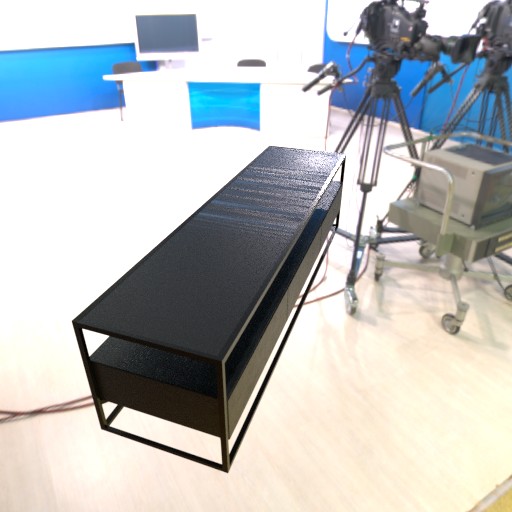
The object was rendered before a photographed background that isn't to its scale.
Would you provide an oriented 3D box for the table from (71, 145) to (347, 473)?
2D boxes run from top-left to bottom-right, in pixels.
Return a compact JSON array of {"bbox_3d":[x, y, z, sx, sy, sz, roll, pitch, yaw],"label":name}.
[{"bbox_3d":[0.000,0.000,1.701,0.399,0.395,1.486,11,33,17],"label":"table"}]
